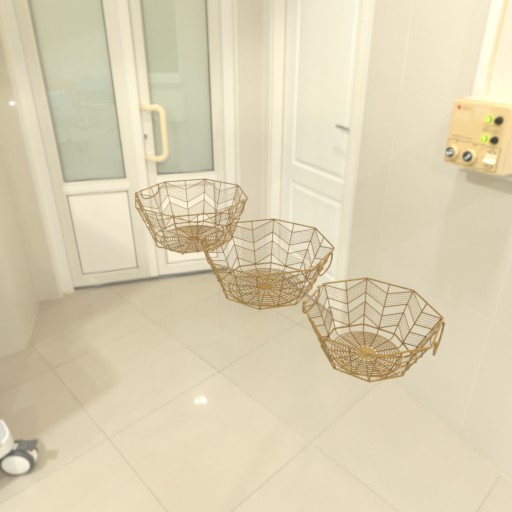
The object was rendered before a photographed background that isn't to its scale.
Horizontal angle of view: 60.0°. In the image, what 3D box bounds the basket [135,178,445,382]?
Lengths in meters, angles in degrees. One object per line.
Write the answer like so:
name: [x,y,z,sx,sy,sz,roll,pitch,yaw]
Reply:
basket: [0.000,0.000,1.392,0.432,0.178,1.245,-18,32,-32]
